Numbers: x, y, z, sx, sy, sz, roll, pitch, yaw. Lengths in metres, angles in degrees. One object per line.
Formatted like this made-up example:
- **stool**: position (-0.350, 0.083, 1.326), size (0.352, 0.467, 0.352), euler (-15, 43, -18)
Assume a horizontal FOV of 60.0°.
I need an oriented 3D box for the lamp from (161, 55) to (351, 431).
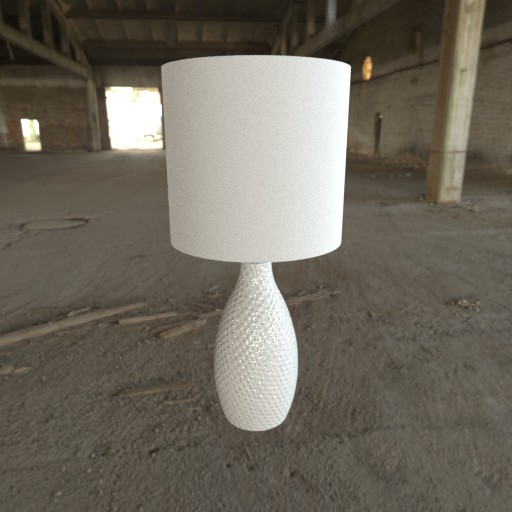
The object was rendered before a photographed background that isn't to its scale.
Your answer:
- **lamp**: position (0.000, 0.000, 0.575), size (0.214, 0.466, 0.214), euler (-2, 16, -8)
